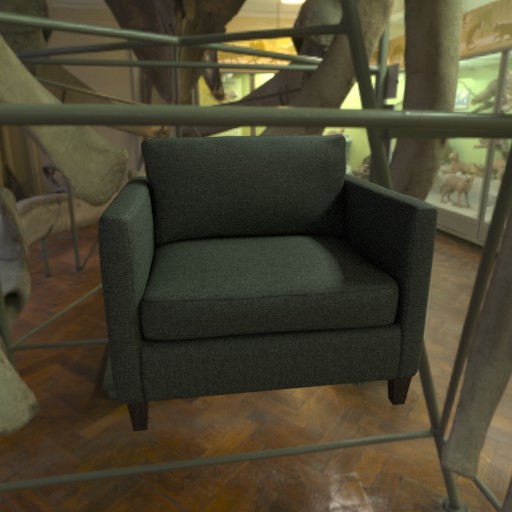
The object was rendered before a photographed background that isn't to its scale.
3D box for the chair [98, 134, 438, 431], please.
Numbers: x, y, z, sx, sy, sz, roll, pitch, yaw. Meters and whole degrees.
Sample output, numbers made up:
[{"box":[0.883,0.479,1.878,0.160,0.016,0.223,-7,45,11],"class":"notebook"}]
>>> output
[{"box":[0.000,0.000,1.858,1.107,0.963,0.959,-3,18,-8],"class":"chair"}]
